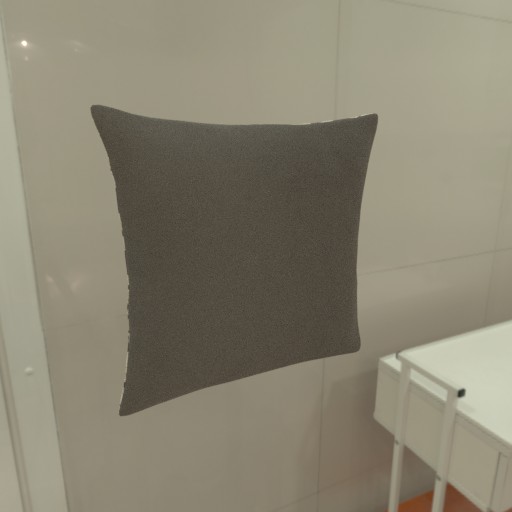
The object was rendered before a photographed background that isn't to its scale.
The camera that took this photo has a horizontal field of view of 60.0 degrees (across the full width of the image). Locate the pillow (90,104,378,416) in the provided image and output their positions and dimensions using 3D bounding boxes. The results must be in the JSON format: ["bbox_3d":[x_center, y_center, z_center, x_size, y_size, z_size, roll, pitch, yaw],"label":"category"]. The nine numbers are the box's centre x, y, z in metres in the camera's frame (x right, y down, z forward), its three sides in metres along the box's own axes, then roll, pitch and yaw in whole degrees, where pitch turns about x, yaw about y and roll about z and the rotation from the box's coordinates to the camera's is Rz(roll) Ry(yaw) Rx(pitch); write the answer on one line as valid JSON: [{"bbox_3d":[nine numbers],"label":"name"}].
[{"bbox_3d":[0.000,0.000,0.806,0.526,0.507,0.166,-8,17,-26],"label":"pillow"}]
